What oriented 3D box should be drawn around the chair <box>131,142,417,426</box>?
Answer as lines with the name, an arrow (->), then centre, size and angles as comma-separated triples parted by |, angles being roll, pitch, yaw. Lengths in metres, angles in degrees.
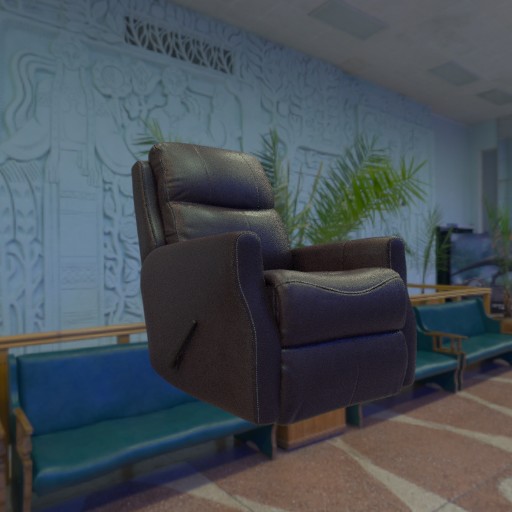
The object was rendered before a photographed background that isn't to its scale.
chair -> 0.000, 0.000, 1.793 | 0.829, 1.030, 1.080 | 0, 0, -35
